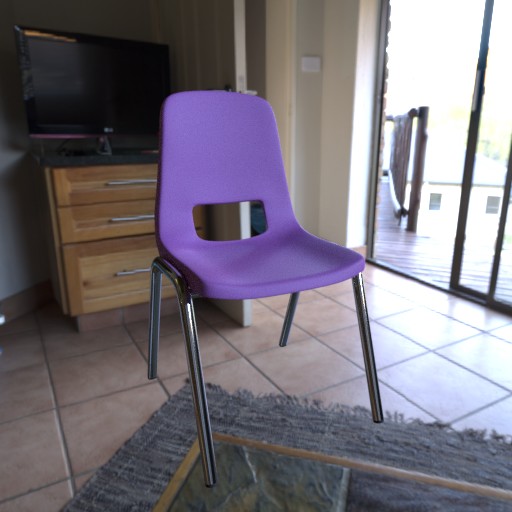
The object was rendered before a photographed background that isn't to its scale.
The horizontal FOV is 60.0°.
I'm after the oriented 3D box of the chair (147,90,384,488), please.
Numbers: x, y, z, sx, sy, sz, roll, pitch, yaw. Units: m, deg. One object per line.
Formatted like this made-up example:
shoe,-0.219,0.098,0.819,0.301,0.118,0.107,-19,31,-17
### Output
chair,0.000,0.000,0.673,0.291,0.493,0.301,-8,17,-26
